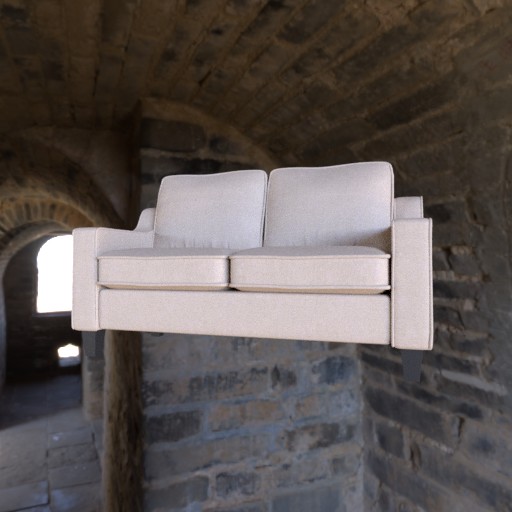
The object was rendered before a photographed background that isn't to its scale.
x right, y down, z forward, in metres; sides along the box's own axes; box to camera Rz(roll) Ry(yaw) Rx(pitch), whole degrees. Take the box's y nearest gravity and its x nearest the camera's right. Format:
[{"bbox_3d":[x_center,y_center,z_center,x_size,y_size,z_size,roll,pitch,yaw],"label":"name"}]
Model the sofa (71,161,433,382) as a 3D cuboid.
[{"bbox_3d":[0.000,0.000,3.595,2.587,1.562,1.351,0,-1,18],"label":"sofa"}]
